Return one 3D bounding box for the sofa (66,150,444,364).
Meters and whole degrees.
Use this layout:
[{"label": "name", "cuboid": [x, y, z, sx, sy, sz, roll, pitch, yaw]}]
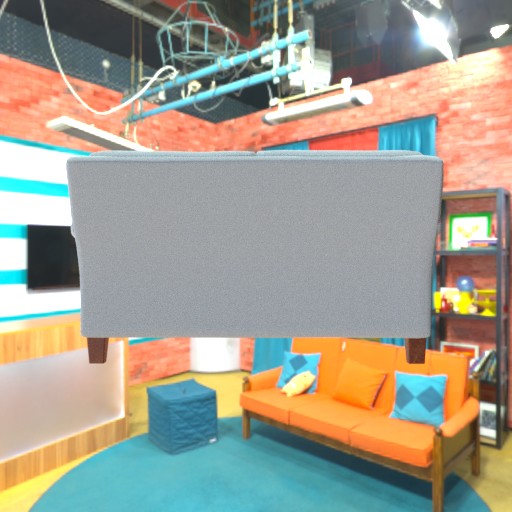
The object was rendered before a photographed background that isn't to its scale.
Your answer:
[{"label": "sofa", "cuboid": [0.000, 0.000, 2.595, 1.853, 1.101, 1.084, 0, 0, 0]}]
